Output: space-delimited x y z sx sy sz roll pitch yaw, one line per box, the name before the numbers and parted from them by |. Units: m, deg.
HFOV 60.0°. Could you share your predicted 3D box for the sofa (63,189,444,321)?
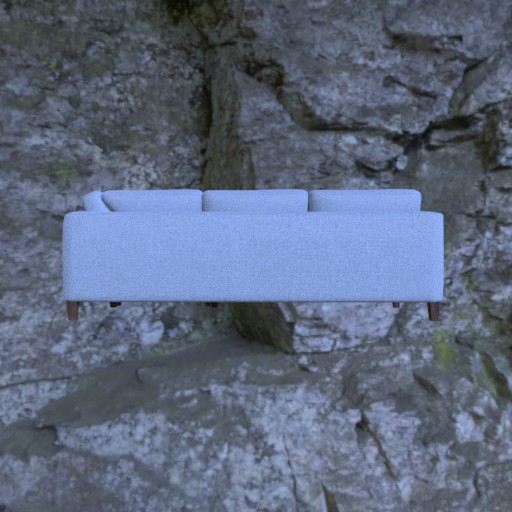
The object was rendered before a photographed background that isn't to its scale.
sofa | 0.000 0.000 4.581 2.551 0.889 3.403 0 -1 1
